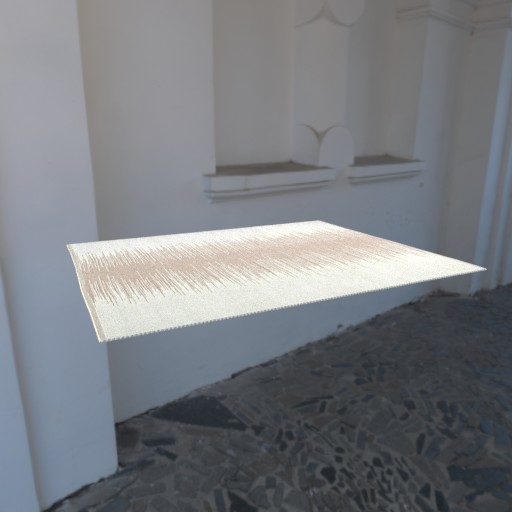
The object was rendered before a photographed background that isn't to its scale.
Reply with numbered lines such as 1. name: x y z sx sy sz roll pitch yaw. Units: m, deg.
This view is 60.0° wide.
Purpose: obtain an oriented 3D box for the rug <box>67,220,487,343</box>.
1. rug: 0.000 0.000 4.041 3.048 0.013 2.438 -7 17 -25
